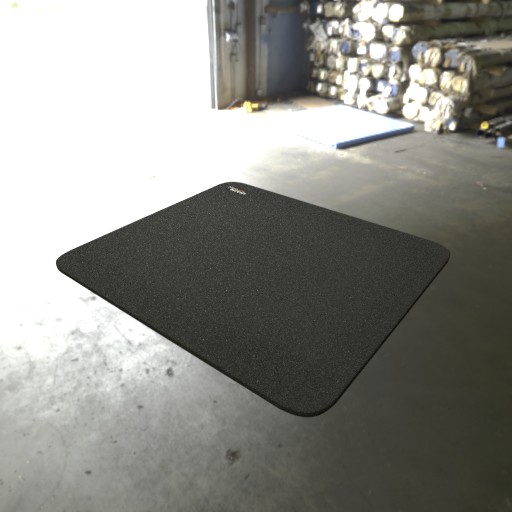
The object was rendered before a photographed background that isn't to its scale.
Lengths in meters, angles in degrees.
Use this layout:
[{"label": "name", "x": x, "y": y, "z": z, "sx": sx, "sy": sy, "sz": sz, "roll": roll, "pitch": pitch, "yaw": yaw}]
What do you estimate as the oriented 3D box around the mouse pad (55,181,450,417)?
[{"label": "mouse pad", "x": 0.000, "y": 0.000, "z": 0.329, "sx": 0.229, "sy": 0.003, "sz": 0.203, "roll": 22, "pitch": 38, "yaw": 32}]
